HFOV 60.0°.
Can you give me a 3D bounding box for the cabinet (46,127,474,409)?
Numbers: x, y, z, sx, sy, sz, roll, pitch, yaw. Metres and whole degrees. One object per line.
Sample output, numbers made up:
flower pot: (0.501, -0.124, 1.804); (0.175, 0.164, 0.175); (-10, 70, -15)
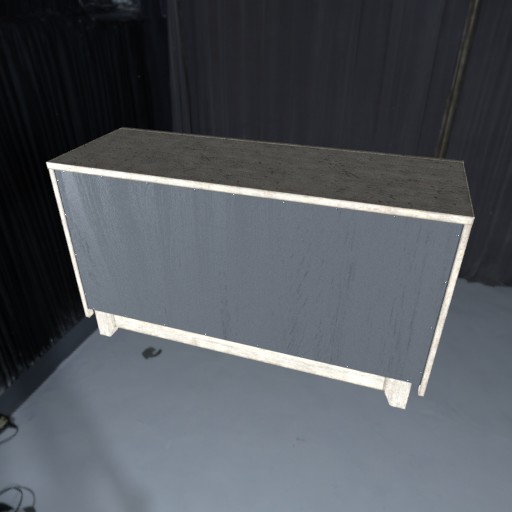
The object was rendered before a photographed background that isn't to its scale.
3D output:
cabinet: (0.000, 0.000, 1.858); (1.460, 0.825, 0.511); (10, 33, 16)
